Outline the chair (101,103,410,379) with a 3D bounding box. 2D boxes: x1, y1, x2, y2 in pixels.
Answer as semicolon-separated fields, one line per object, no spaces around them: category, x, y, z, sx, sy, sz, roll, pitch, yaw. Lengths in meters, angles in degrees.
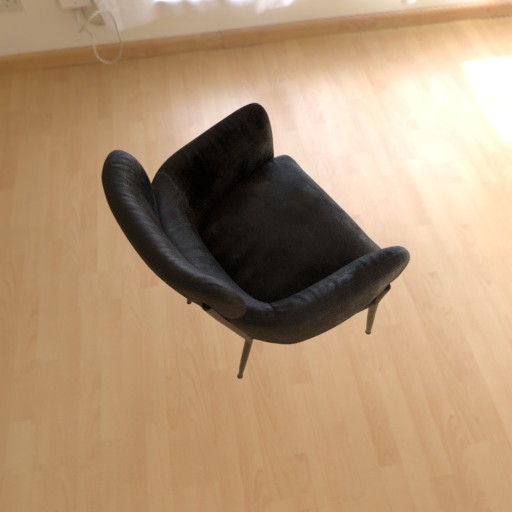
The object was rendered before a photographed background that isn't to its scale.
chair;0.000;0.000;1.265;0.604;0.818;0.640;-32;65;-16
